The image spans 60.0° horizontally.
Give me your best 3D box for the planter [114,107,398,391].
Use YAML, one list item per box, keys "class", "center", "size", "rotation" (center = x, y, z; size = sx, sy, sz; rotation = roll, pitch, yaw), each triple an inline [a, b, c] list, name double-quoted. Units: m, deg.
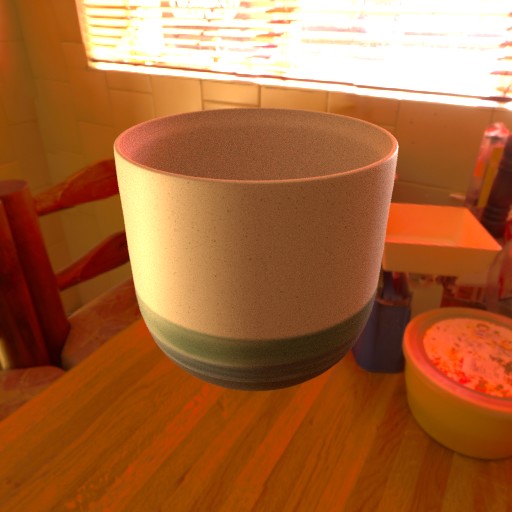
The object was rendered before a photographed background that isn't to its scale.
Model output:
- class: "planter"
  center: [0.000, 0.000, 0.495]
  size: [0.268, 0.270, 0.268]
  rotation: [0, 29, 0]
